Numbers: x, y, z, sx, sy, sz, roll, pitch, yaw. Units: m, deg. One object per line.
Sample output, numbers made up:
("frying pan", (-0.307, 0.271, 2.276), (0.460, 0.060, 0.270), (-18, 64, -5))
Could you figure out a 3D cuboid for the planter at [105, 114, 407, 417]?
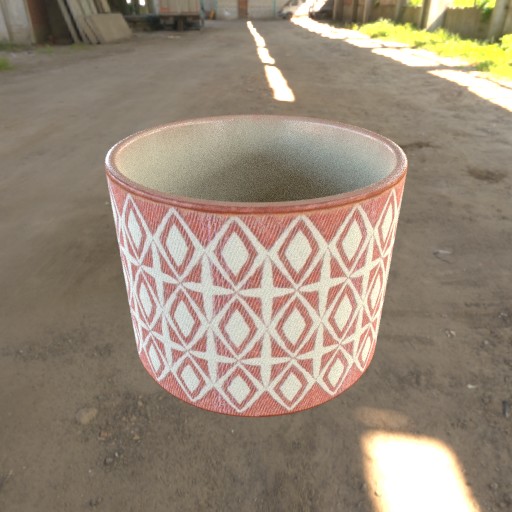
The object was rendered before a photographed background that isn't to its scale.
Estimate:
("planter", (0.000, 0.000, 0.475), (0.273, 0.237, 0.273), (0, 30, 0))
